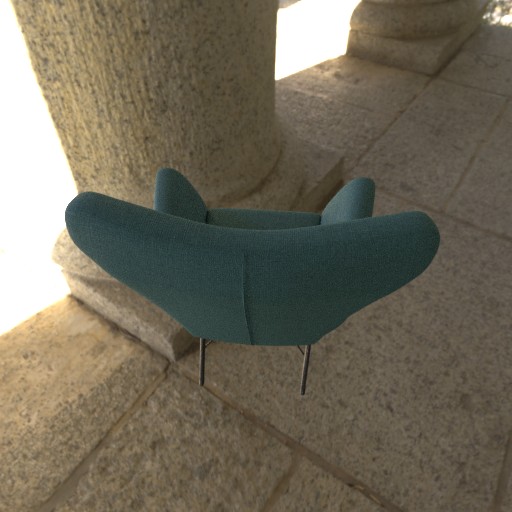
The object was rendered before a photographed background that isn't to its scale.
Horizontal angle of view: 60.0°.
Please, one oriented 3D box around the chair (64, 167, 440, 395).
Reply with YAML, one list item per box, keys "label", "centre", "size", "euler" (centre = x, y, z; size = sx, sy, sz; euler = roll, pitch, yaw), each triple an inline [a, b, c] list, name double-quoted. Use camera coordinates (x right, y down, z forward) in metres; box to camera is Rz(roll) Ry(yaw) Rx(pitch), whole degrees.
- label: "chair"
  centre: [0.000, 0.000, 1.746]
  size: [1.050, 0.980, 0.900]
  euler: [3, 46, 3]
